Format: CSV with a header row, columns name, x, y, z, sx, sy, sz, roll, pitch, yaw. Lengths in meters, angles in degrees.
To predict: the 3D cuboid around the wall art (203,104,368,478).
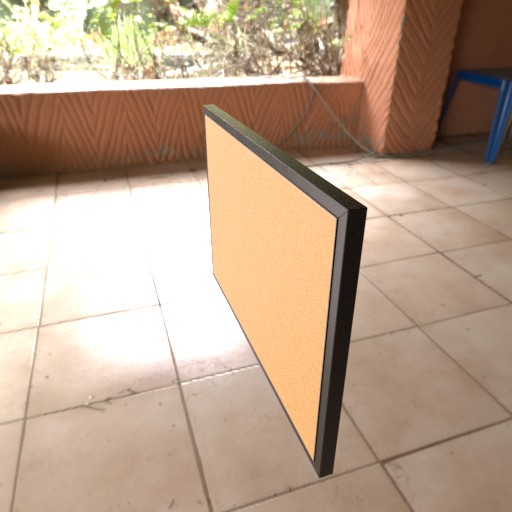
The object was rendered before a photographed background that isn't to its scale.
name,x,y,z,sx,sy,sz,roll,pitch,yaw
wall art,0.000,0.000,0.864,0.027,0.458,0.657,-10,30,-17
